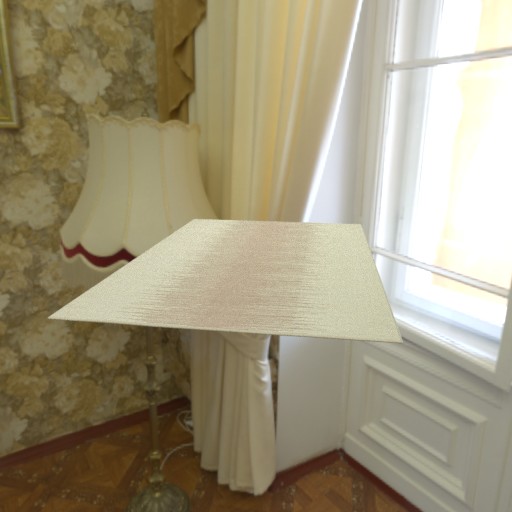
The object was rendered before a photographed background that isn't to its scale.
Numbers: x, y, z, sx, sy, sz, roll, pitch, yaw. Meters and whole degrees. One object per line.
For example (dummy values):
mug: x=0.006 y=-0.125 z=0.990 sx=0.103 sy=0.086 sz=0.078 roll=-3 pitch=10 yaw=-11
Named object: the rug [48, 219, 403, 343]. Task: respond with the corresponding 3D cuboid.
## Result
rug: x=0.000 y=0.000 z=2.375 sx=1.234 sy=0.006 sz=1.850 roll=2 pitch=16 yaw=8
